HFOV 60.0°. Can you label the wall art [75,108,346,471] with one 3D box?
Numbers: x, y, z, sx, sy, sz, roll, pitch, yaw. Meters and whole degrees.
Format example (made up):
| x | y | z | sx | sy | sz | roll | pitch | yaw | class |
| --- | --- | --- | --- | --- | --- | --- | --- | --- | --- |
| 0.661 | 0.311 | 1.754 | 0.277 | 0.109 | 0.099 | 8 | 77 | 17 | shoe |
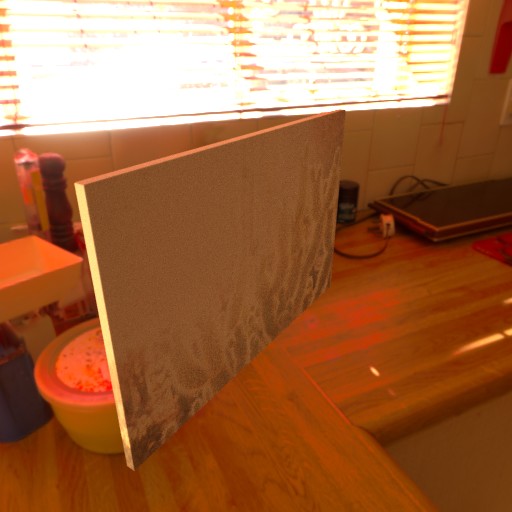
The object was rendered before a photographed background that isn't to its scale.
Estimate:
| x | y | z | sx | sy | sz | roll | pitch | yaw | class |
| --- | --- | --- | --- | --- | --- | --- | --- | --- | --- |
| 0.000 | 0.000 | 1.865 | 0.038 | 1.012 | 1.525 | 17 | 31 | 30 | wall art |
